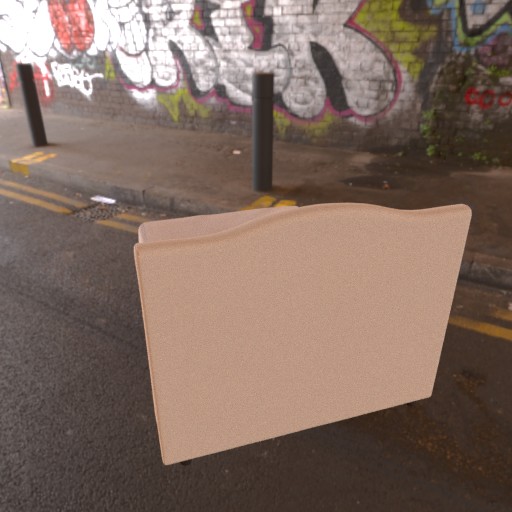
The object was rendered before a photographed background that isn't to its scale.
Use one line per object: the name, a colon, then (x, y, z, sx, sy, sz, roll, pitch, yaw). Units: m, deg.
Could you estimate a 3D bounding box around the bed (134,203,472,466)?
bed: (0.000, 0.000, 3.286, 1.753, 1.460, 2.143, -8, 27, -16)
